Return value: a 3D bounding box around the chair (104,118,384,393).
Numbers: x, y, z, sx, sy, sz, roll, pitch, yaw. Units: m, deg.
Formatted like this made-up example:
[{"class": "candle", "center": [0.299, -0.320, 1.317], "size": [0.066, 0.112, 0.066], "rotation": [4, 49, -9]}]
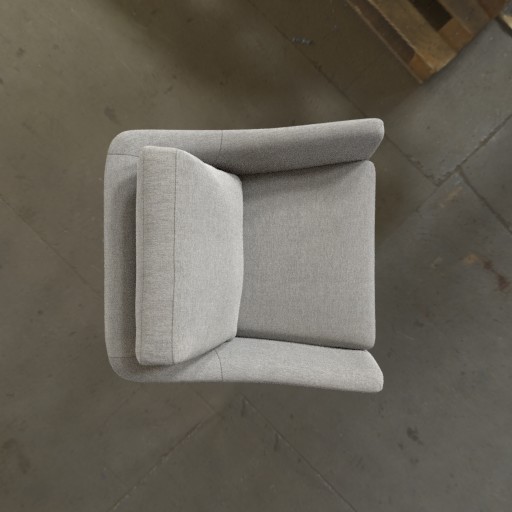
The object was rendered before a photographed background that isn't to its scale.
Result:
[{"class": "chair", "center": [0.000, 0.000, 1.718], "size": [0.961, 0.902, 0.986], "rotation": [0, 90, 0]}]
